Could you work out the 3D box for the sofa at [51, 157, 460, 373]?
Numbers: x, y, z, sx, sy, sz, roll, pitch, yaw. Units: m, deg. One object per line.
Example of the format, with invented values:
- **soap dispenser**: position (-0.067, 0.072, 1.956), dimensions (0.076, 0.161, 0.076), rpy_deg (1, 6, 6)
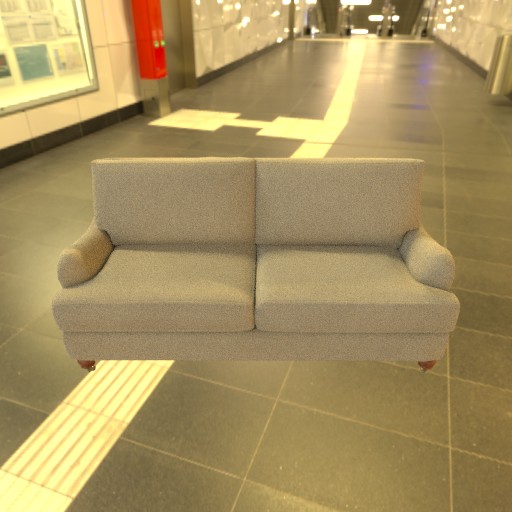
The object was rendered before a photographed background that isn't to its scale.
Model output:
- **sofa**: position (0.000, 0.000, 2.602), dimensions (2.070, 0.997, 1.091), rpy_deg (0, 30, 0)
